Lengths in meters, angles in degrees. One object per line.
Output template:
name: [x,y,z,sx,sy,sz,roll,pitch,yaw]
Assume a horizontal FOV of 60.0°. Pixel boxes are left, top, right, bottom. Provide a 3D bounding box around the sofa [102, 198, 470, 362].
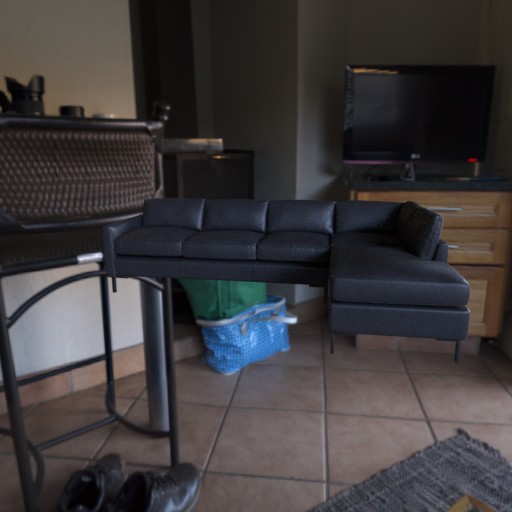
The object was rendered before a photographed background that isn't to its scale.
sofa: [0.000,0.000,3.845,2.984,0.877,1.938,2,12,9]
